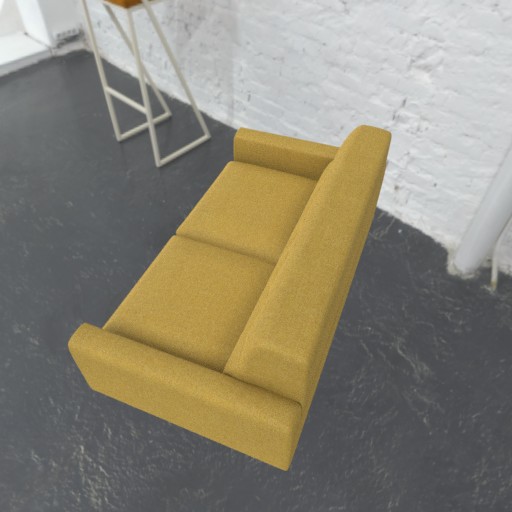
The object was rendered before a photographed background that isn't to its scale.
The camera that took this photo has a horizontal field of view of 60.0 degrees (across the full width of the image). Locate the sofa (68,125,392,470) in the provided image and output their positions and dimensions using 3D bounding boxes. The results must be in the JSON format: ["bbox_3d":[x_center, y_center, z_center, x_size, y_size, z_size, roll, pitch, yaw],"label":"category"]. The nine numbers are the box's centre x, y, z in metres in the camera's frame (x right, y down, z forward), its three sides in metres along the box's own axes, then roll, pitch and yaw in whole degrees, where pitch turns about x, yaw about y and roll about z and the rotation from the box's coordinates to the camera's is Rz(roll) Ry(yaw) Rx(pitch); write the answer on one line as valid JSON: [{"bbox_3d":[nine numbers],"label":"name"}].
[{"bbox_3d":[0.000,0.000,2.141,0.909,0.841,1.631,17,49,15],"label":"sofa"}]
